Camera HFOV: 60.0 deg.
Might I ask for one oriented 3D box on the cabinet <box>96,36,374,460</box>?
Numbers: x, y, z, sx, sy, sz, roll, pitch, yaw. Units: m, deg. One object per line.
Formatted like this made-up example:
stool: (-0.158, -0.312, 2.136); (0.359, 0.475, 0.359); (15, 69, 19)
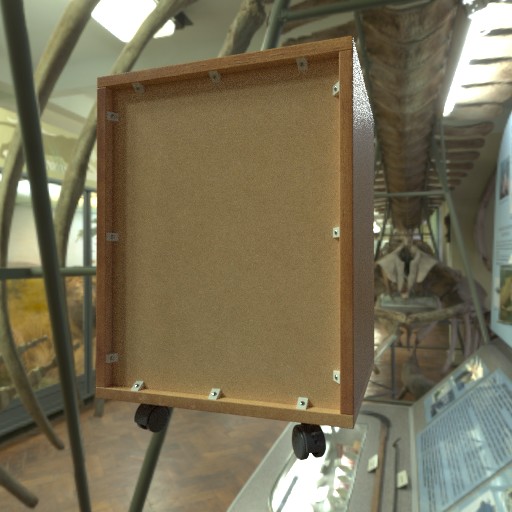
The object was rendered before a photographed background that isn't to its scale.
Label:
cabinet: (0.000, 0.000, 0.840); (0.409, 0.579, 0.401); (0, -1, 19)
